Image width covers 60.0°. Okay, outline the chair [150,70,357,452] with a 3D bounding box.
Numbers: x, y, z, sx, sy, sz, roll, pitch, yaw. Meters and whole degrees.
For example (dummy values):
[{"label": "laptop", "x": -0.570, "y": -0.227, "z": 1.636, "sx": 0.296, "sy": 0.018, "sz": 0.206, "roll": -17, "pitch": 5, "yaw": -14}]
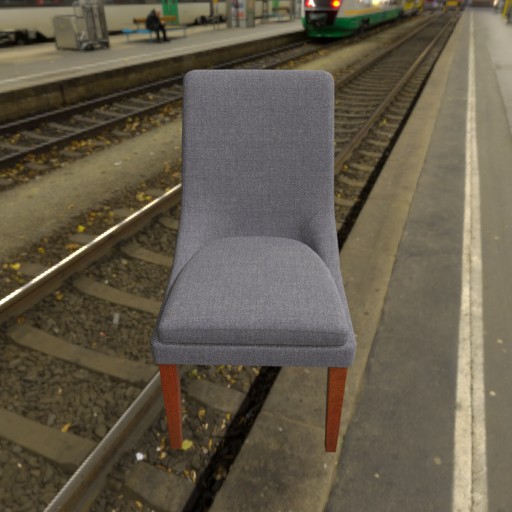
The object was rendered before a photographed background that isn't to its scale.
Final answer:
[{"label": "chair", "x": 0.000, "y": 0.000, "z": 1.322, "sx": 0.508, "sy": 0.952, "sz": 0.655, "roll": 1, "pitch": 30, "yaw": 1}]
